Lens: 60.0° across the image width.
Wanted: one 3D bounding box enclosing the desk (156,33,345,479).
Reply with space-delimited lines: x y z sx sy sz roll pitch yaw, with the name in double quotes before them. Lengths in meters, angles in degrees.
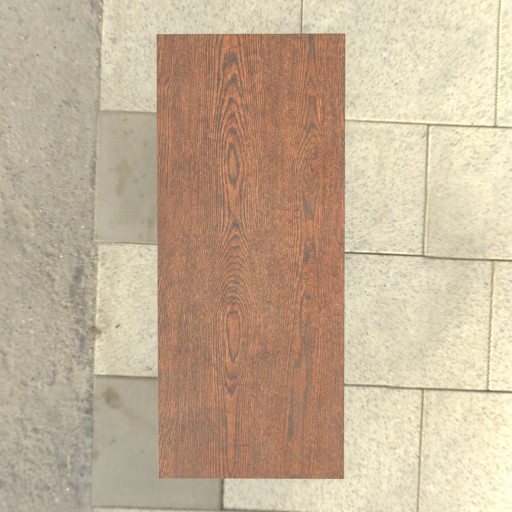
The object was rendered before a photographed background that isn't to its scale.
"desk" 0.000 0.000 1.774 0.610 0.792 1.384 0 91 0
